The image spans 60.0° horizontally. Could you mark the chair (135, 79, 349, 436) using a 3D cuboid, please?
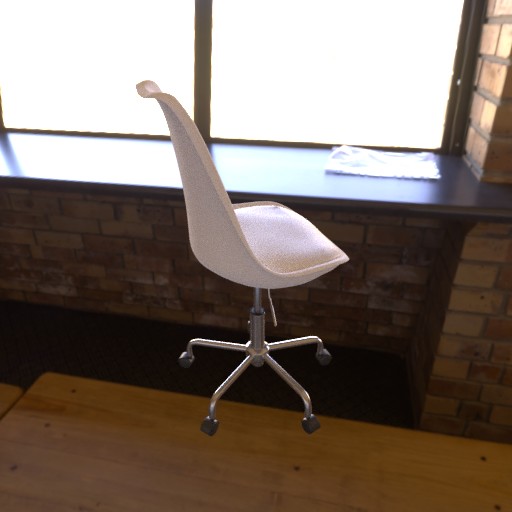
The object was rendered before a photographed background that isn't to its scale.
[{"bbox_3d":[0.000,0.000,1.261,0.550,0.930,0.550,-9,29,-17],"label":"chair"}]
